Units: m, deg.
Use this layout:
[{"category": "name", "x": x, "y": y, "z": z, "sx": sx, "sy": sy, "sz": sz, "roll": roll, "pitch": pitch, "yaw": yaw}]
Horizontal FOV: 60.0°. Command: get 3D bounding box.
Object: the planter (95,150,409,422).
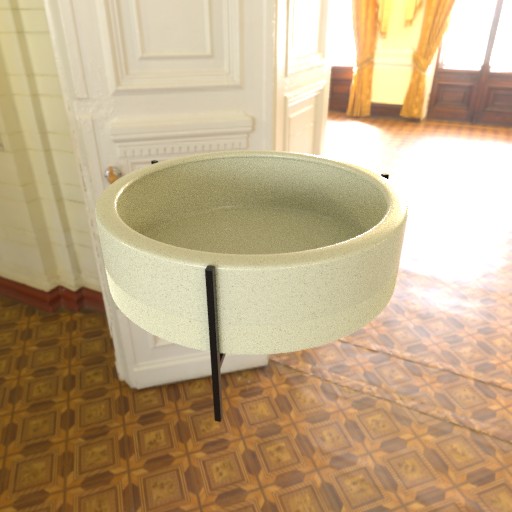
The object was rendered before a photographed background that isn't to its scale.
[{"category": "planter", "x": 0.000, "y": 0.000, "z": 0.537, "sx": 0.345, "sy": 0.171, "sz": 0.336, "roll": -10, "pitch": 30, "yaw": -17}]
